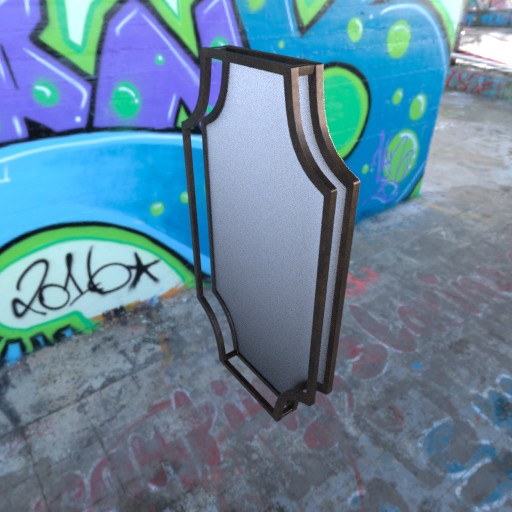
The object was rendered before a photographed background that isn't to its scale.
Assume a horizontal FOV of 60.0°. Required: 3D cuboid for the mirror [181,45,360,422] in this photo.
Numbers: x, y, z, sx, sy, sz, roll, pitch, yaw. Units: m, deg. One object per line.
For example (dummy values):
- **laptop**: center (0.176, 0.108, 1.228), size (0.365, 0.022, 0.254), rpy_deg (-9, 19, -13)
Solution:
- **mirror**: center (0.000, 0.000, 0.970), size (0.066, 0.811, 0.462), rpy_deg (-22, 39, -31)
